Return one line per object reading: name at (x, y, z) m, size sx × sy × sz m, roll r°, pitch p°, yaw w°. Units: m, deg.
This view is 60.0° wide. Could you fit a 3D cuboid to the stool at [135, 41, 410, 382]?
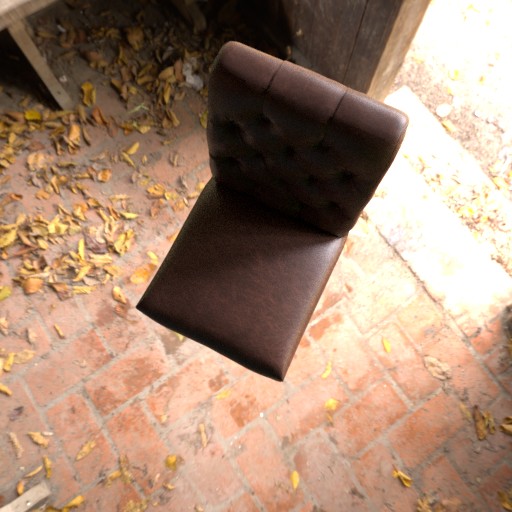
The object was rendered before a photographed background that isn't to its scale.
stool at (0.000, 0.000, 1.437) m, size 0.486 × 1.084 × 0.660 m, roll 25°, pitch 77°, yaw 6°
